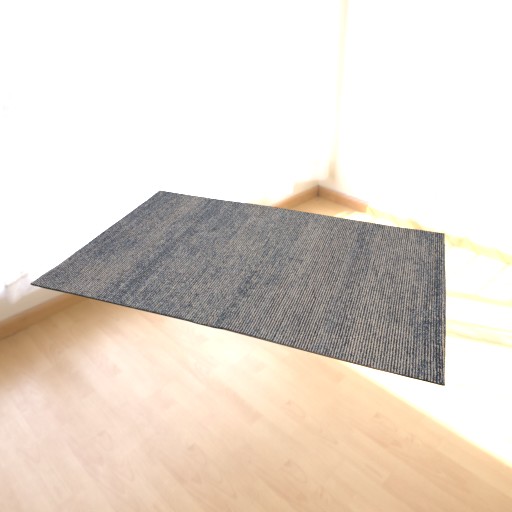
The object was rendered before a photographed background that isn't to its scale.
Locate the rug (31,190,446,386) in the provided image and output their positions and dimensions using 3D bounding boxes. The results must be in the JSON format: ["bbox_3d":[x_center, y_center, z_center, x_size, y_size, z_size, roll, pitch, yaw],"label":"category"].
[{"bbox_3d":[0.000,0.000,2.226,1.793,0.025,1.159,11,33,17],"label":"rug"}]
